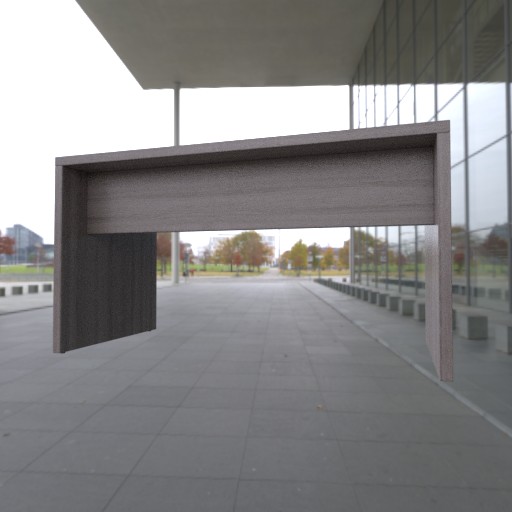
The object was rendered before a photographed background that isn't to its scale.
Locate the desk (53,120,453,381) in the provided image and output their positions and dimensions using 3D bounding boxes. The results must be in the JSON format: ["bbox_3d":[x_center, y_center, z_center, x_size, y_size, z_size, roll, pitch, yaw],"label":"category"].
[{"bbox_3d":[0.000,0.000,1.788,1.380,0.745,0.690,-1,-2,18],"label":"desk"}]
